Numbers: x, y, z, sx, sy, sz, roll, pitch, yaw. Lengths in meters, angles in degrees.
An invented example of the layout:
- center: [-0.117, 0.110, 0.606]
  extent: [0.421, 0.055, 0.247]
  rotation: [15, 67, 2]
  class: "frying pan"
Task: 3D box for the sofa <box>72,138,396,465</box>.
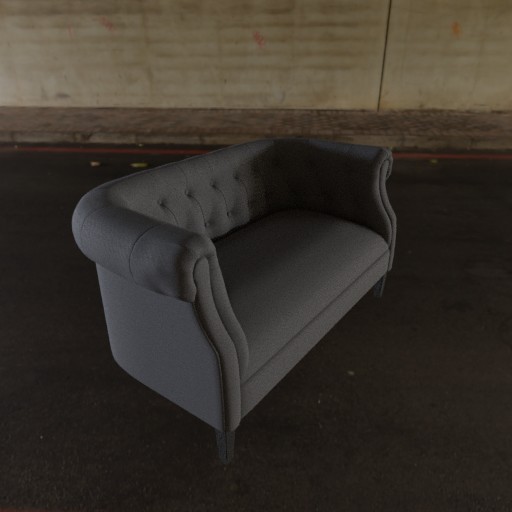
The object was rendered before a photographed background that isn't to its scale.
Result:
- center: [0.000, 0.000, 2.030]
  extent: [0.835, 0.827, 1.558]
  rotation: [18, 31, 32]
  class: "sofa"
